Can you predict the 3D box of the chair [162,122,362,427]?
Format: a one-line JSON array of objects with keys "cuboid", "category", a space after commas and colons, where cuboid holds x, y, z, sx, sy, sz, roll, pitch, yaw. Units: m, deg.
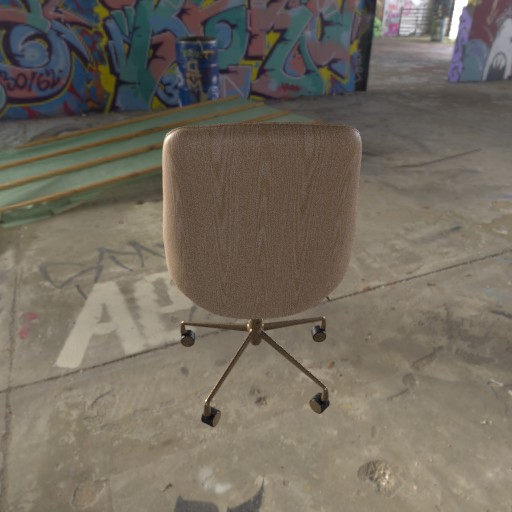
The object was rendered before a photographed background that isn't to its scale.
[{"cuboid": [0.000, 0.000, 1.367, 0.564, 0.952, 0.668, -2, 30, -3], "category": "chair"}]
